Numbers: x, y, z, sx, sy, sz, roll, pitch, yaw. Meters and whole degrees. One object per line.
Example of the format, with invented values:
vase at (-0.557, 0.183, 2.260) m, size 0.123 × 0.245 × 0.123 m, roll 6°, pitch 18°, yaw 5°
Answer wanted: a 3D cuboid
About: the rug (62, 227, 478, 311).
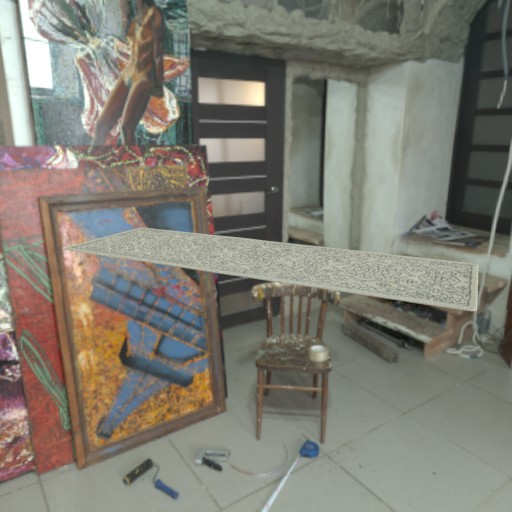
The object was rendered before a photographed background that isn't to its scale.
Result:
rug at (0.000, 0.000, 2.699) m, size 2.431 × 0.006 × 0.806 m, roll 7°, pitch 16°, yaw 25°
